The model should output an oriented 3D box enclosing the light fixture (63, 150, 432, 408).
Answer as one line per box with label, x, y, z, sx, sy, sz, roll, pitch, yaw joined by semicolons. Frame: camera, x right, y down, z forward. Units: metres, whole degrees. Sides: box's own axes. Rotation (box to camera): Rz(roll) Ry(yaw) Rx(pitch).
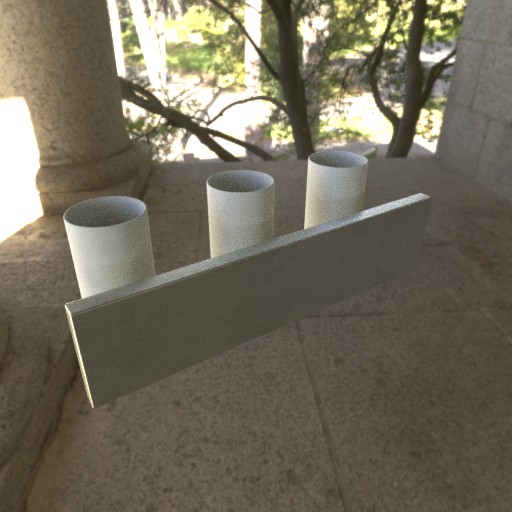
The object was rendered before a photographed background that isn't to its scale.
light fixture;0.000;0.000;0.536;0.451;0.172;0.145;-18;34;-29
